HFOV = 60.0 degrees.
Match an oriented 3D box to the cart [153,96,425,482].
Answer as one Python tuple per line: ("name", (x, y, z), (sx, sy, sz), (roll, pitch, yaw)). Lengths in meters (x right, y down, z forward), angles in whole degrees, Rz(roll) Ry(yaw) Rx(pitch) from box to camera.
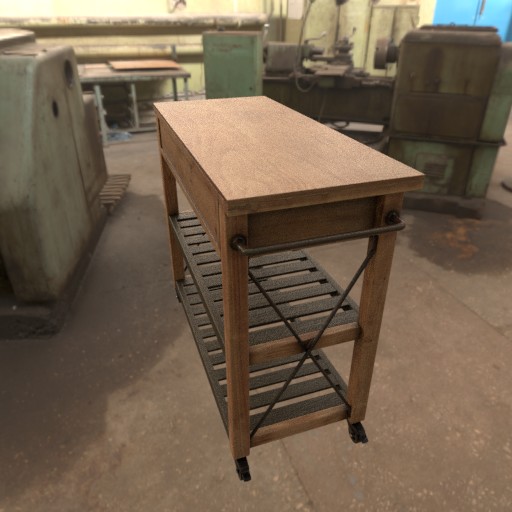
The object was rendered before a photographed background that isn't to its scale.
("cart", (0.000, 0.000, 0.976), (0.298, 0.554, 0.686), (-10, 31, -17))
